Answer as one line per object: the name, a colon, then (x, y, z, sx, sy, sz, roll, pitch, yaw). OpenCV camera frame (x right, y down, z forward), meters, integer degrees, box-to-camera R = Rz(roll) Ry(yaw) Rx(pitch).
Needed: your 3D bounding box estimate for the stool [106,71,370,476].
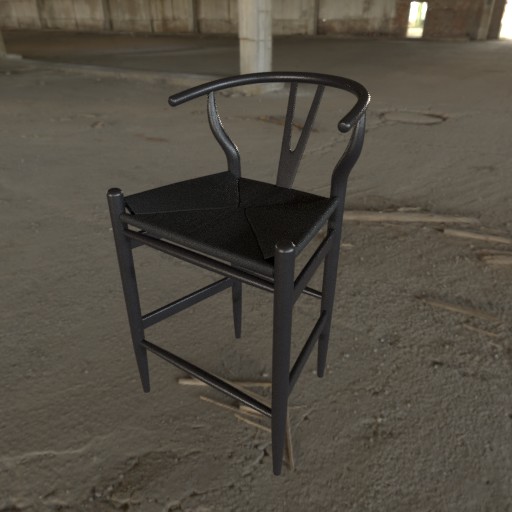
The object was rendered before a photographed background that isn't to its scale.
stool: (0.000, 0.000, 1.327, 0.569, 0.970, 0.579, 19, 34, 30)
